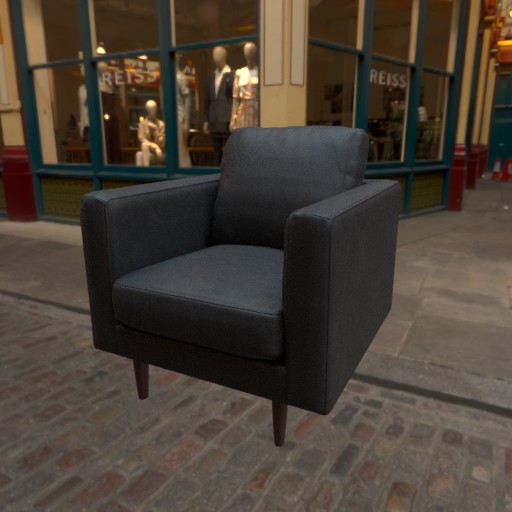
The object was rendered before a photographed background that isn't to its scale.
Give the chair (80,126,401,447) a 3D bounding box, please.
[{"bbox_3d":[0.000,0.000,1.574,0.831,0.898,0.879,8,17,26],"label":"chair"}]
